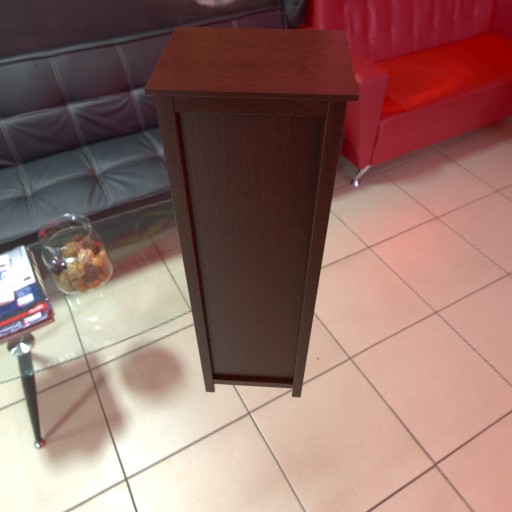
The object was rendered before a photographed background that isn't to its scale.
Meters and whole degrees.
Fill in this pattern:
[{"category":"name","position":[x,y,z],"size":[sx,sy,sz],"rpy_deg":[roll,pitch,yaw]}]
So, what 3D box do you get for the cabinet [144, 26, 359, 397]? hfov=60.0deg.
[{"category":"cabinet","position":[0.000,0.000,1.713],"size":[0.500,1.518,0.401],"rpy_deg":[3,46,2]}]
